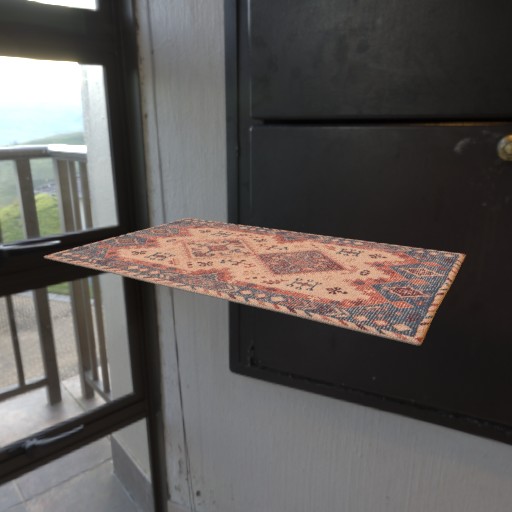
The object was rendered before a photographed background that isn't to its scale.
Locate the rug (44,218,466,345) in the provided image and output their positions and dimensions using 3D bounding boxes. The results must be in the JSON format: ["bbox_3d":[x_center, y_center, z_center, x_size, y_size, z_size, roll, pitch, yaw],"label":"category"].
[{"bbox_3d":[0.000,0.000,3.028,2.464,0.023,1.521,10,19,29],"label":"rug"}]
